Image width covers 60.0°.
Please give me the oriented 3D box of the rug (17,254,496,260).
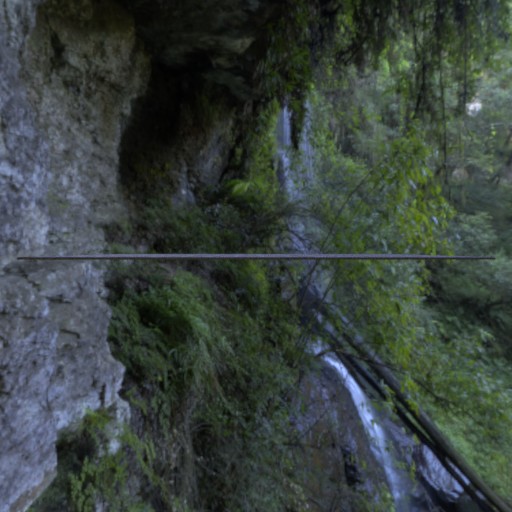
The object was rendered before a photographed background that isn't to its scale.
[{"bbox_3d":[0.000,0.000,2.878,2.260,0.013,1.600,0,1,-1],"label":"rug"}]
